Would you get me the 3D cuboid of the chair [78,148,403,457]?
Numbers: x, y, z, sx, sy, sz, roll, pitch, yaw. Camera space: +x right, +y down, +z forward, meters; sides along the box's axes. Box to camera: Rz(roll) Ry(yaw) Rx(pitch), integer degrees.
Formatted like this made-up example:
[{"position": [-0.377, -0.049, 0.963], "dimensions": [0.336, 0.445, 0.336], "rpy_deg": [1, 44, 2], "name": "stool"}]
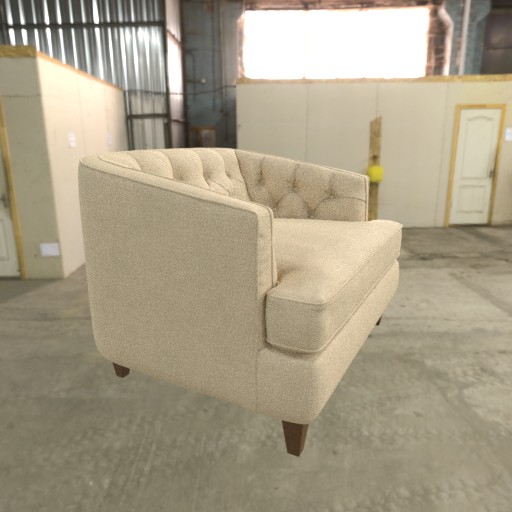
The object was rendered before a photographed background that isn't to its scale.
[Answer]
[{"position": [0.000, 0.000, 1.692], "dimensions": [0.914, 0.787, 1.118], "rpy_deg": [8, 17, 26], "name": "chair"}]
